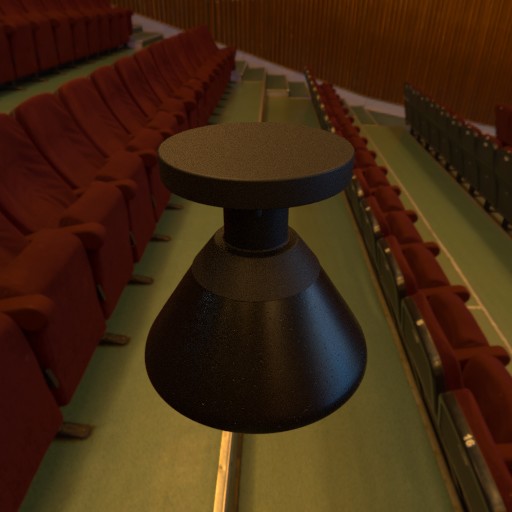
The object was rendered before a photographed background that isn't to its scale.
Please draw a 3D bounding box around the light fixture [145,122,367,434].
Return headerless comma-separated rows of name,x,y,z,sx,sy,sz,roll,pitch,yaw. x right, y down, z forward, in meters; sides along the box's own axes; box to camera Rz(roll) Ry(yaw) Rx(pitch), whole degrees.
light fixture,0.000,0.000,0.362,0.200,0.183,0.200,0,30,0
